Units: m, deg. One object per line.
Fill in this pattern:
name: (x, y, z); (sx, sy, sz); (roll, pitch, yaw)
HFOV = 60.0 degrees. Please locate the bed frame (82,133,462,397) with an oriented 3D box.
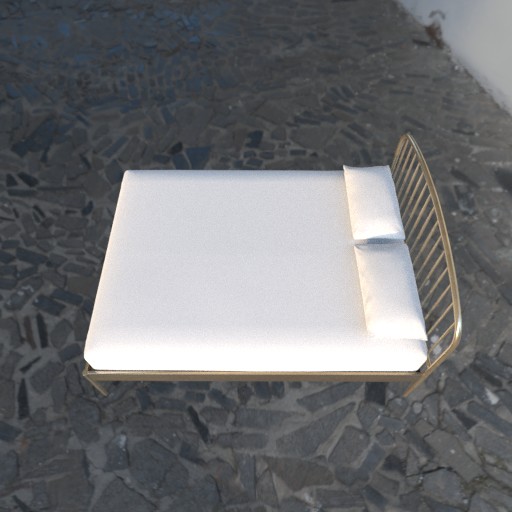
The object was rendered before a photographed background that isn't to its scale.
bed frame: (0.000, 0.000, 3.078); (2.152, 1.175, 1.612); (0, 57, 0)
